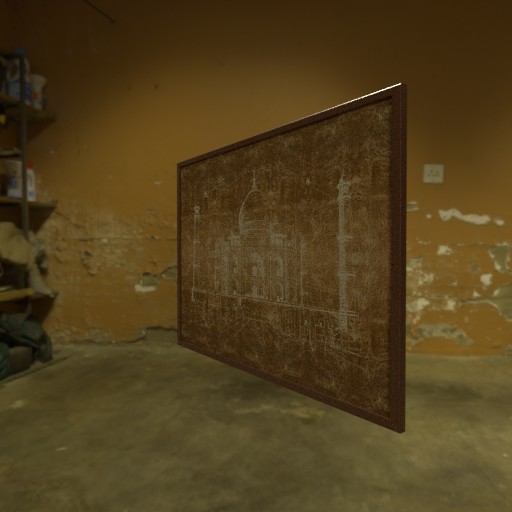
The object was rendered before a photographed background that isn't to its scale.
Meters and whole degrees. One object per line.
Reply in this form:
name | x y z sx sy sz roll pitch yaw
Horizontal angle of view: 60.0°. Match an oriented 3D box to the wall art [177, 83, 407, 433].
wall art | 0.000 0.000 0.846 0.014 0.455 0.660 -1 1 -36
